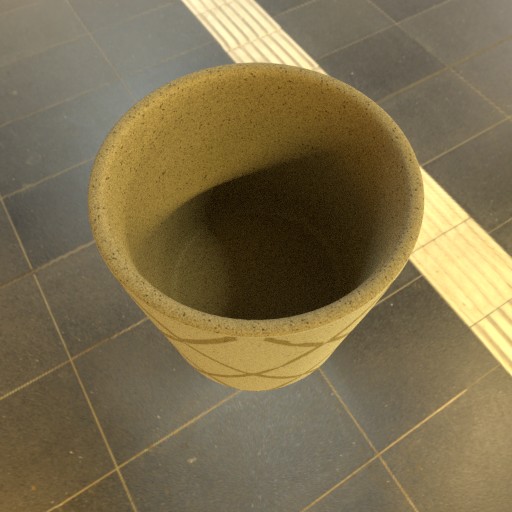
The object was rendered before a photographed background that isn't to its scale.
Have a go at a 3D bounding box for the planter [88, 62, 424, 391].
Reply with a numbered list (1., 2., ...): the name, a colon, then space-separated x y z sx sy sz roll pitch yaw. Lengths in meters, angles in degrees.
1. planter: 0.000 0.000 0.341 0.191 0.199 0.191 0 62 0
